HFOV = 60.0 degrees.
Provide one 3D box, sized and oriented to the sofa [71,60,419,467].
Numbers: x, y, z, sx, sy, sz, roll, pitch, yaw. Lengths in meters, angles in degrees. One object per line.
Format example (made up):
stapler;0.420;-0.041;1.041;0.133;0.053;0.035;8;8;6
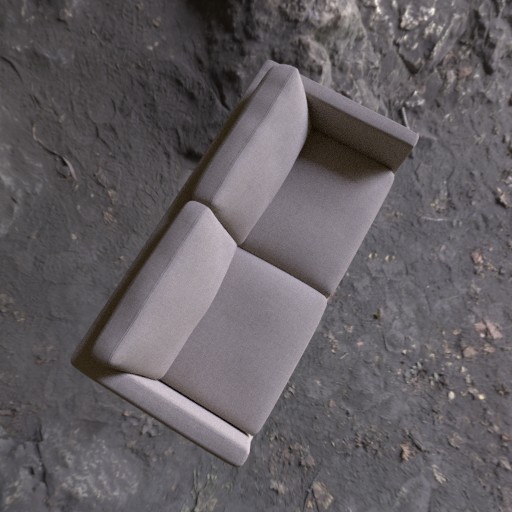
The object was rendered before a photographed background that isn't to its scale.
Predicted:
sofa;0.000;0.000;2.436;0.951;0.947;1.884;29;78;7
